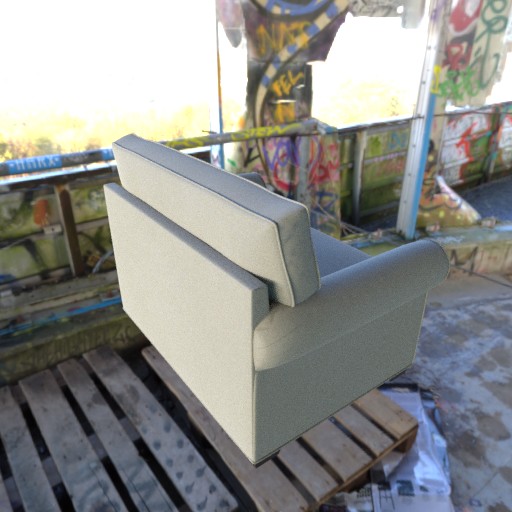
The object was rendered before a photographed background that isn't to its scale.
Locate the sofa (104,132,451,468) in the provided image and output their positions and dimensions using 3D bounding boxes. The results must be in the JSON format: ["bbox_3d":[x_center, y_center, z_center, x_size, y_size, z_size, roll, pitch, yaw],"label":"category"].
[{"bbox_3d":[0.000,0.000,2.070,0.937,1.006,1.405,-18,32,-32],"label":"sofa"}]
